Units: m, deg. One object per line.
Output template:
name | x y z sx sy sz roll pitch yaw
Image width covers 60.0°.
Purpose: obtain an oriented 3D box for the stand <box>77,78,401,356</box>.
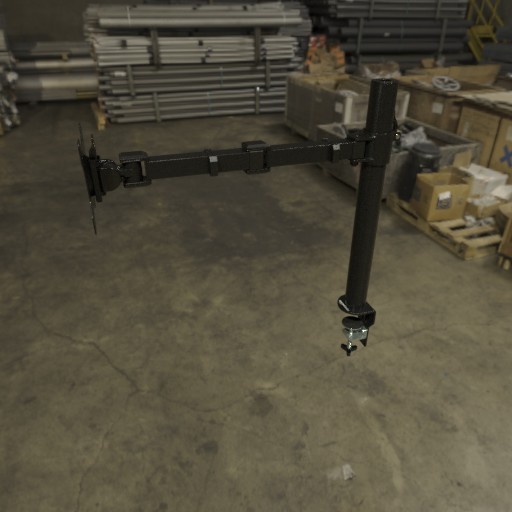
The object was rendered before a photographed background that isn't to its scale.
stand | 0.000 0.000 0.708 0.456 0.510 0.115 -9 31 -16
